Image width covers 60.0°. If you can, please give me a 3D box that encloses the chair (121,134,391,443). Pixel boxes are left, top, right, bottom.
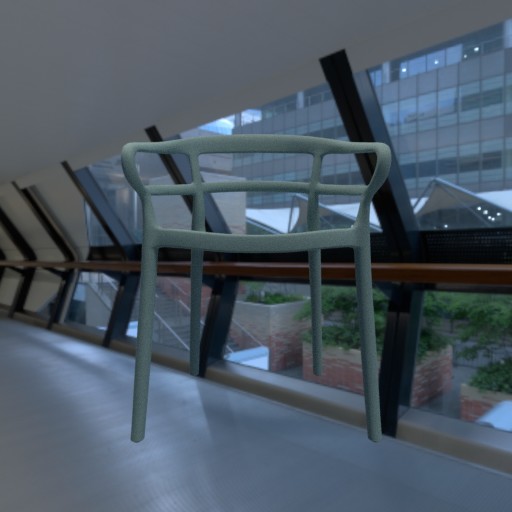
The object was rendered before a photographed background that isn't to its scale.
[{"bbox_3d":[0.000,0.000,1.150,0.559,0.761,0.527,0,1,0],"label":"chair"}]
